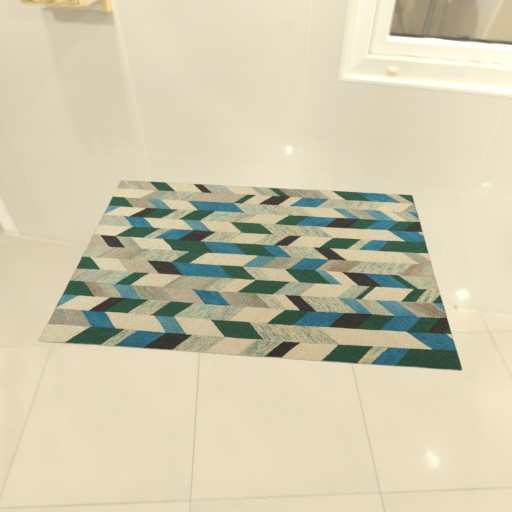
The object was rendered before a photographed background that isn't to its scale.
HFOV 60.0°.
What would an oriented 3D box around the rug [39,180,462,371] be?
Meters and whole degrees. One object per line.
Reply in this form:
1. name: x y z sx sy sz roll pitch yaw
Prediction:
1. rug: 0.000 0.000 2.332 1.827 0.005 1.229 3 45 3
